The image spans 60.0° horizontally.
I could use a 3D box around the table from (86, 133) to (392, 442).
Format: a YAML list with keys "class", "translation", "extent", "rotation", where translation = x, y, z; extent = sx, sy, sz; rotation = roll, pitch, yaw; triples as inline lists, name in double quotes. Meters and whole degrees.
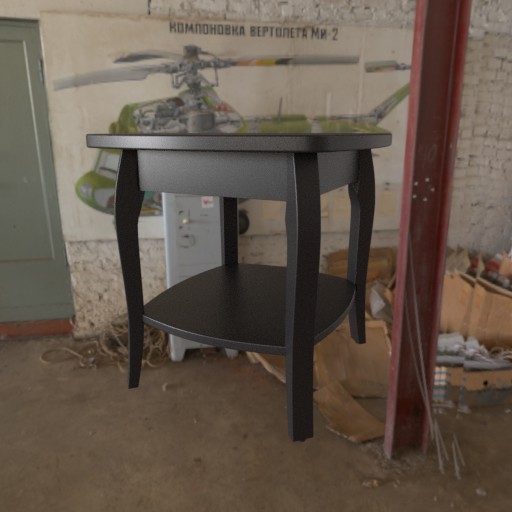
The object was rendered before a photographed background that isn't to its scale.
- class: "table"
  translation: [0.000, 0.000, 0.858]
  extent: [0.457, 0.457, 0.508]
  rotation: [8, 18, 25]
